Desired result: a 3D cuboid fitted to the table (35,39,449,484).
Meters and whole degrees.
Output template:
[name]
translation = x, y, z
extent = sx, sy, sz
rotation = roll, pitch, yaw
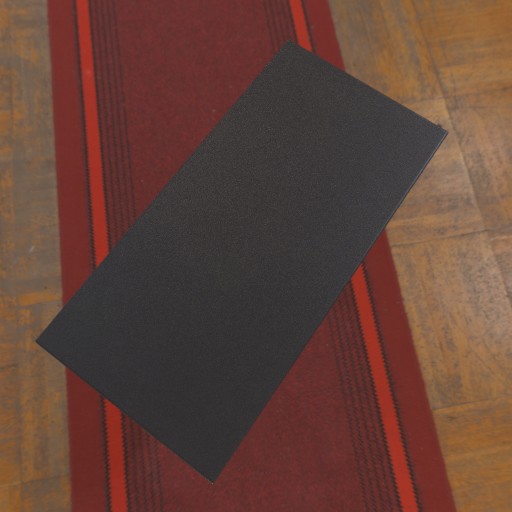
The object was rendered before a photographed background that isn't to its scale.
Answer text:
[table]
translation = 0.000, 0.000, 1.412
extent = 0.550, 0.510, 1.107
rotation = 34, 77, 9
